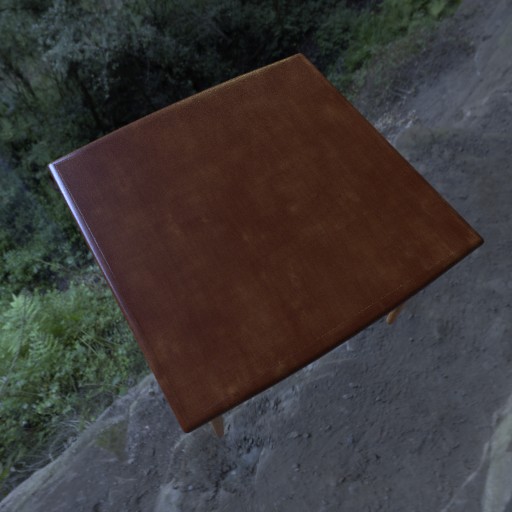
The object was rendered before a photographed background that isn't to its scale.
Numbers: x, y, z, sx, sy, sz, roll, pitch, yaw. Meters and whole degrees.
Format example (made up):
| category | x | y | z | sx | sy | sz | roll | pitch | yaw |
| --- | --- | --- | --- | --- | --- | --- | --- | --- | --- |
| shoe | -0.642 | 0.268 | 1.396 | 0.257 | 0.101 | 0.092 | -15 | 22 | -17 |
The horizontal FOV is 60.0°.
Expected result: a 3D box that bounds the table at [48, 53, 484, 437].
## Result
| category | x | y | z | sx | sy | sz | roll | pitch | yaw |
| --- | --- | --- | --- | --- | --- | --- | --- | --- | --- |
| table | 0.000 | 0.000 | 1.683 | 0.991 | 0.754 | 0.991 | -29 | 67 | -14 |
